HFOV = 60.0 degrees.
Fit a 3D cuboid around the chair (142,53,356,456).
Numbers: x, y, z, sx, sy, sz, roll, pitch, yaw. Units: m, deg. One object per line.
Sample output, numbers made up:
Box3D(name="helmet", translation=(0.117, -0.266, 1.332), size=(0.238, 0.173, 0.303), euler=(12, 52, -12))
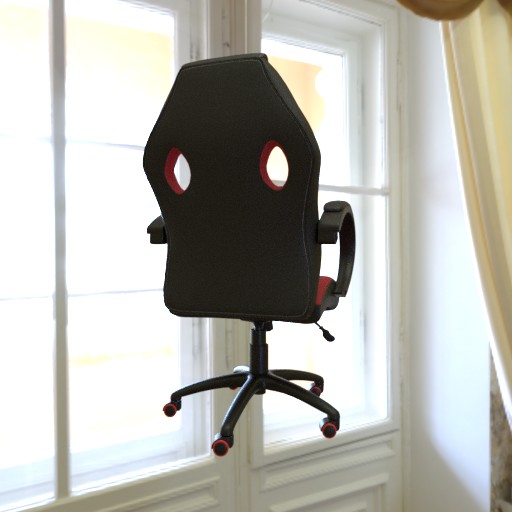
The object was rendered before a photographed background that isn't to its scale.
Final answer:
Box3D(name="chair", translation=(0.000, 0.000, 1.625), size=(0.673, 1.187, 0.724), euler=(0, 2, 18))
